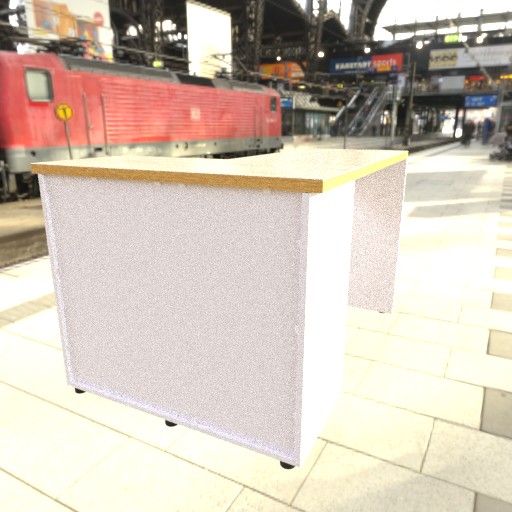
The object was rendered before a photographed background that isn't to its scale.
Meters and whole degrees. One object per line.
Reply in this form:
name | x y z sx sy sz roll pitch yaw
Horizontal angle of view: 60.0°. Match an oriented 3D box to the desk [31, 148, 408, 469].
desk | 0.000 0.000 1.720 0.900 0.760 1.170 8 18 26
